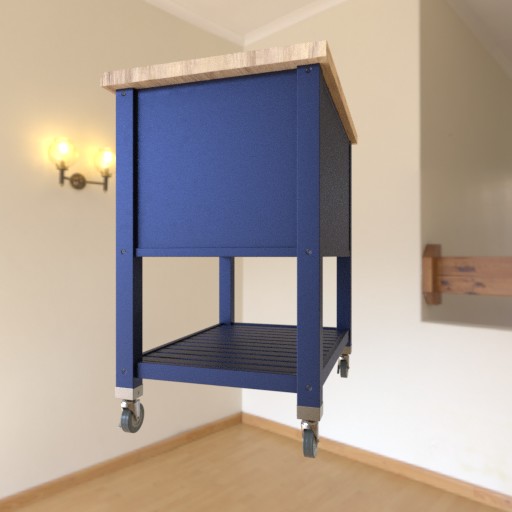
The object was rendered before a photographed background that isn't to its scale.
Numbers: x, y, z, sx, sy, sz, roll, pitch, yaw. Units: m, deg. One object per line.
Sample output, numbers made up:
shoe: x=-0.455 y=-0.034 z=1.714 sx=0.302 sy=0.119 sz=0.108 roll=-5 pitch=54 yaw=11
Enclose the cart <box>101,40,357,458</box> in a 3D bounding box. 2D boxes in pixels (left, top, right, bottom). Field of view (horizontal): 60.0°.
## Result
cart: x=0.000 y=0.000 z=1.408 sx=0.567 sy=0.920 sz=0.797 roll=0 pitch=0 yaw=18
